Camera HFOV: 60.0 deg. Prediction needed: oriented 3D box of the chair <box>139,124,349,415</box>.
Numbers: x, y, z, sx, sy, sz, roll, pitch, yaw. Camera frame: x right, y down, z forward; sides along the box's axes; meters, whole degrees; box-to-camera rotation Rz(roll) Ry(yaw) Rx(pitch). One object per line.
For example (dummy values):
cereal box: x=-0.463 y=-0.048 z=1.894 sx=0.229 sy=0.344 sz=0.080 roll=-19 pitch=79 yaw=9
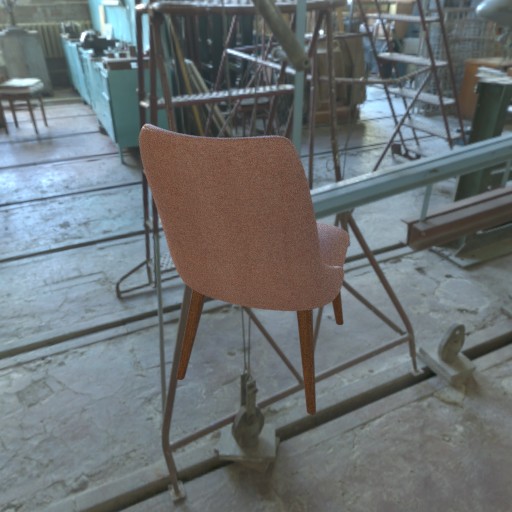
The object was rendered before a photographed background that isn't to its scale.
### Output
chair: x=0.000 y=0.000 z=1.347 sx=0.535 sy=0.918 sz=0.707 roll=10 pitch=32 yaw=16
